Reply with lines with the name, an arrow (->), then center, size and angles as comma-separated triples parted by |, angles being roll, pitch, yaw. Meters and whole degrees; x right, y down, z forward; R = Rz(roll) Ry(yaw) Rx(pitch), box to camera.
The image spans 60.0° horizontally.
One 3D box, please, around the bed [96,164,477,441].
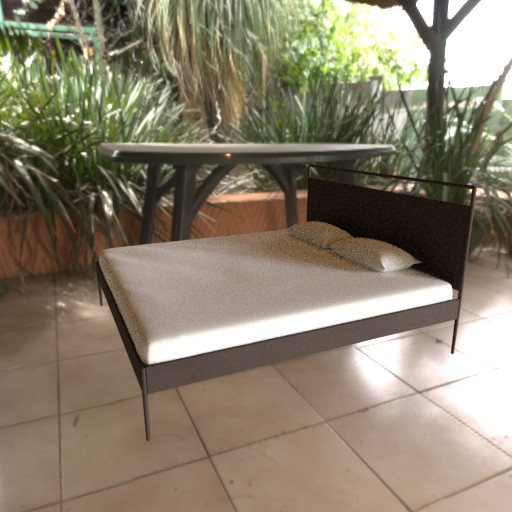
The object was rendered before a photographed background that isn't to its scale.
bed -> 0.000, 0.000, 3.376 | 2.151, 1.173, 1.993 | -7, 18, -24
